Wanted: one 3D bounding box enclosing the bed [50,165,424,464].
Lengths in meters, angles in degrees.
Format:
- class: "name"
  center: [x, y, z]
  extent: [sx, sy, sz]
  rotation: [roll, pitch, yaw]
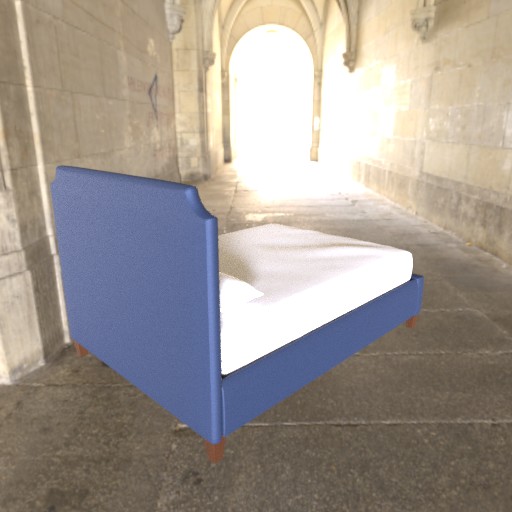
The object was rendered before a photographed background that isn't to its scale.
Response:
- class: "bed"
  center: [0.000, 0.000, 3.424]
  extent: [1.712, 1.443, 2.372]
  rotation: [16, 23, 42]
